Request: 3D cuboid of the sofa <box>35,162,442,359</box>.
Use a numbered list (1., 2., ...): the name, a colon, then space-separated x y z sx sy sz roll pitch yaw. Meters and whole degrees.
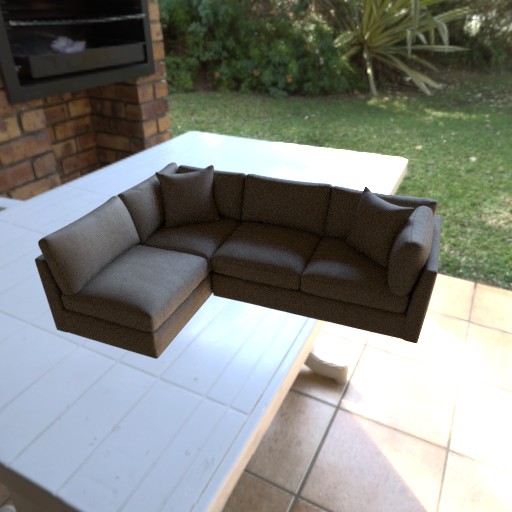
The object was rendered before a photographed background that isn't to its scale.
1. sofa: 0.000 0.000 3.825 2.896 0.978 1.994 11 32 18
